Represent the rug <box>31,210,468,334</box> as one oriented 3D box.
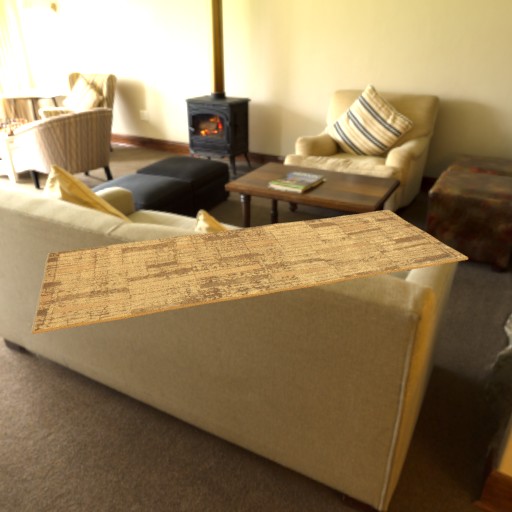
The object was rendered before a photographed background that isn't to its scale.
[{"bbox_3d":[0.000,0.000,2.657,2.383,0.018,0.857,-8,28,-16],"label":"rug"}]
